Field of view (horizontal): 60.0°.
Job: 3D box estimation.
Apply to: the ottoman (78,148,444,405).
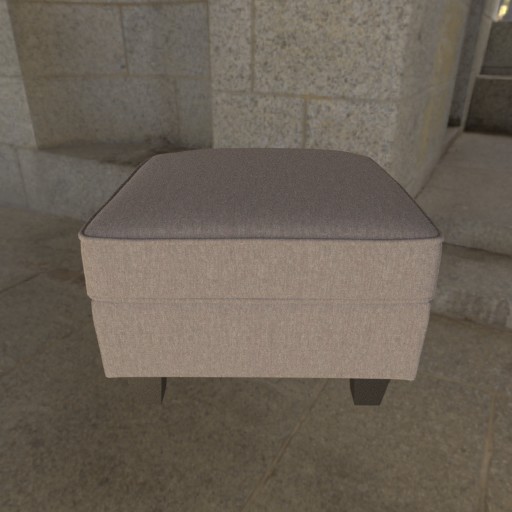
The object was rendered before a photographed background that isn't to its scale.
[{"bbox_3d":[0.000,0.000,1.412,0.871,0.612,0.808,0,26,0],"label":"ottoman"}]
